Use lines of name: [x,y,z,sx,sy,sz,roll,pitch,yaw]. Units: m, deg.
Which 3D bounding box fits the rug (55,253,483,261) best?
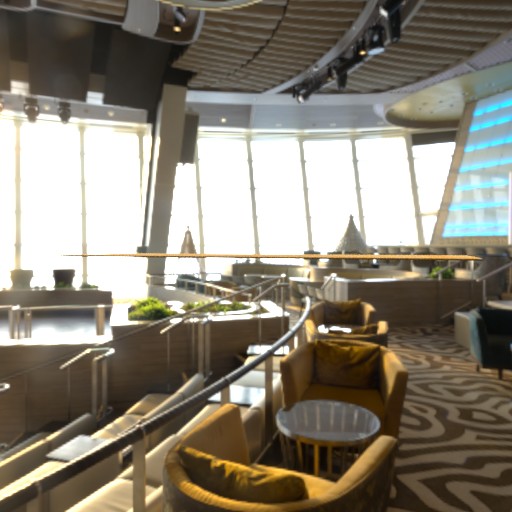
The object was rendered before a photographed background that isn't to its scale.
rug: [0.000,0.000,2.736,2.438,0.010,0.775,0,1,20]
